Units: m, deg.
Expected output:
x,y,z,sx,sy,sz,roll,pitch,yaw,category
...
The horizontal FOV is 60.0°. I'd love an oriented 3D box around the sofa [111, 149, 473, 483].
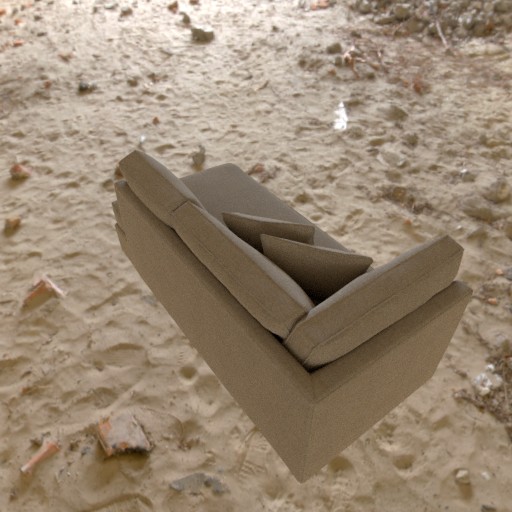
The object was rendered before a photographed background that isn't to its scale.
x,y,z,sx,sy,sz,roll,pitch,yaw,category
0.000,0.000,2.812,1.110,1.019,2.238,-26,48,-26,sofa
